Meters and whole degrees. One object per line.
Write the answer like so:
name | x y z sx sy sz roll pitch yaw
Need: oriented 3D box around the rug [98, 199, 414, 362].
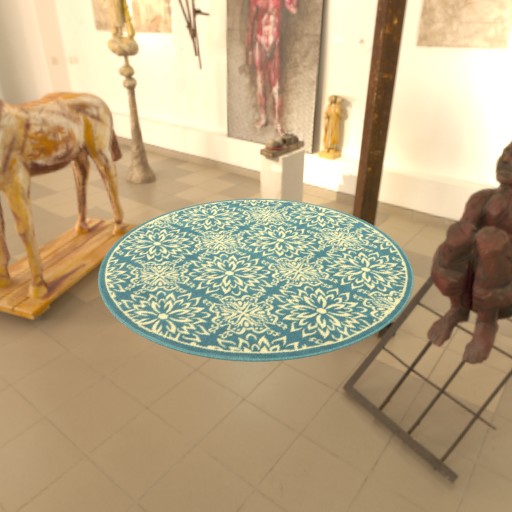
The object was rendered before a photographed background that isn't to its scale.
rug | 0.000 0.000 2.342 1.593 0.012 1.593 0 29 0
